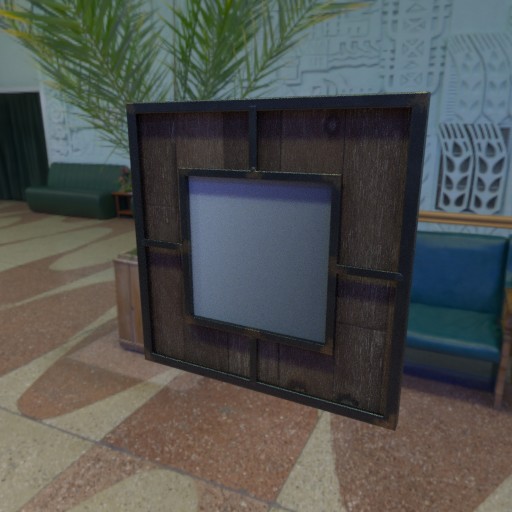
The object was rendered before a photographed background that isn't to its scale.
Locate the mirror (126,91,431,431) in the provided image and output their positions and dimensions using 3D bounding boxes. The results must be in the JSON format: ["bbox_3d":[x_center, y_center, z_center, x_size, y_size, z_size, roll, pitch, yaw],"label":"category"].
[{"bbox_3d":[0.000,0.000,0.567,0.382,0.381,0.020,8,17,26],"label":"mirror"}]
